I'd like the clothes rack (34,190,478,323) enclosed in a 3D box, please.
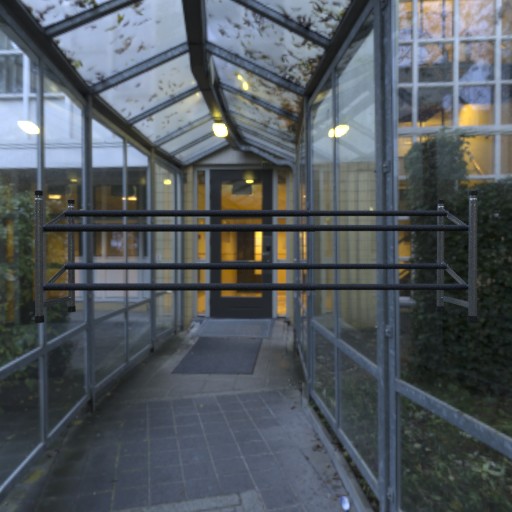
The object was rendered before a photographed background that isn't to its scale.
[{"bbox_3d":[0.000,0.000,1.272,1.168,0.349,0.229,0,1,0],"label":"clothes rack"}]
